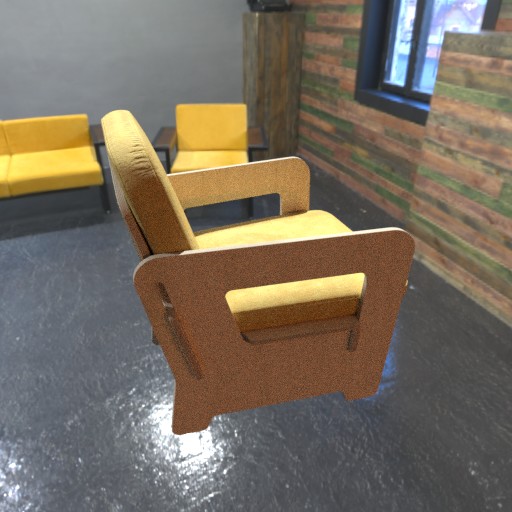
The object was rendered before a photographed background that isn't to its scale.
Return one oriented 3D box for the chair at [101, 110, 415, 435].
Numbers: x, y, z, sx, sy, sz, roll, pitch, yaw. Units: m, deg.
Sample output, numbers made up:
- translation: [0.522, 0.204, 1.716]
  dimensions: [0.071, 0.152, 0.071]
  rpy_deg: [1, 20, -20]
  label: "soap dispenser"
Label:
- translation: [0.000, 0.000, 1.259]
  dimensions: [0.710, 0.800, 0.590]
  rpy_deg: [-10, 31, -17]
  label: "chair"
